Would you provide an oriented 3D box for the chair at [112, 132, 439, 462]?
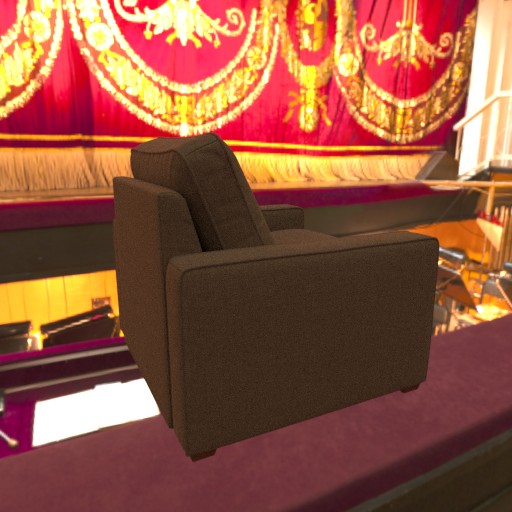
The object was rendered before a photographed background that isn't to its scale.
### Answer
[{"bbox_3d":[0.000,0.000,1.752,0.940,0.919,1.017,-7,15,-26],"label":"chair"}]
